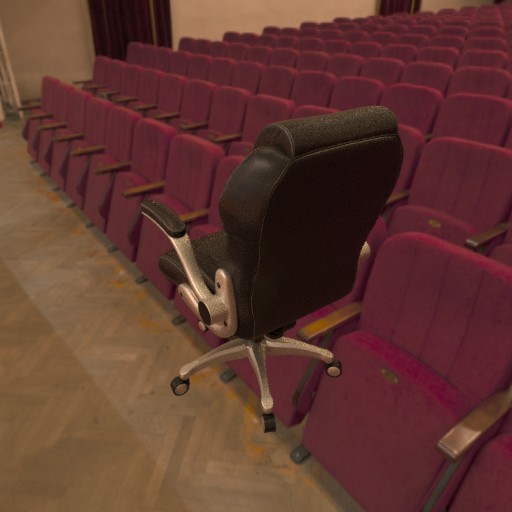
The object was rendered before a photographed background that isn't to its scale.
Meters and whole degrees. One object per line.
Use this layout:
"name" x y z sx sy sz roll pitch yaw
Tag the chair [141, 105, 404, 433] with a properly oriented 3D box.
"chair" 0.000 0.000 1.647 0.724 1.141 0.801 -20 35 -30
